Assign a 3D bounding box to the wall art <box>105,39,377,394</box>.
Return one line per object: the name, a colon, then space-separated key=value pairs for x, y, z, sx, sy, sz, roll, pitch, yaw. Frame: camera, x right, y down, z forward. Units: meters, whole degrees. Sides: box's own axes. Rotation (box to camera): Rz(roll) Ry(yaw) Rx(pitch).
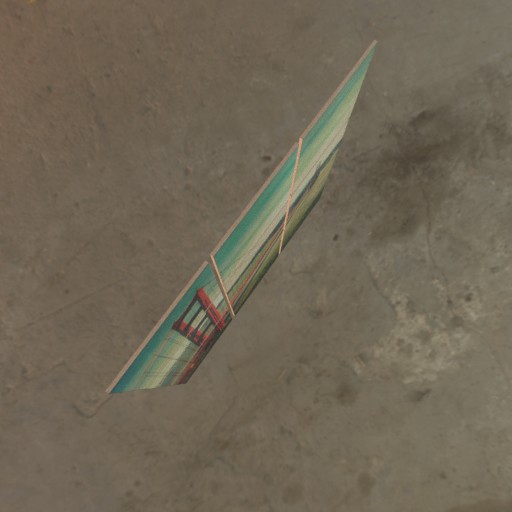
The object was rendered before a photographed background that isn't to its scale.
wall art: x=0.000 y=0.000 z=2.195 sx=0.014 sy=1.507 sz=1.519 roll=35 pitch=78 yaw=9
